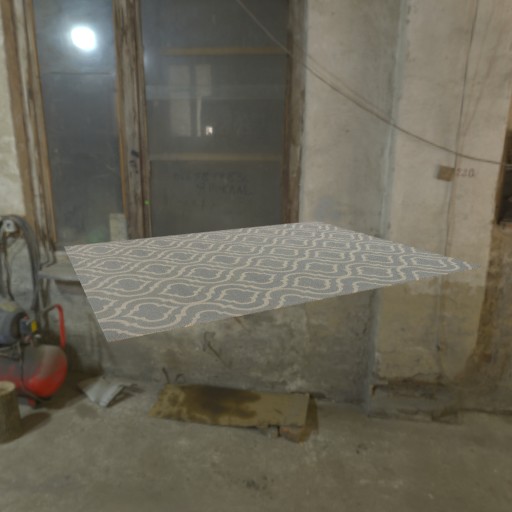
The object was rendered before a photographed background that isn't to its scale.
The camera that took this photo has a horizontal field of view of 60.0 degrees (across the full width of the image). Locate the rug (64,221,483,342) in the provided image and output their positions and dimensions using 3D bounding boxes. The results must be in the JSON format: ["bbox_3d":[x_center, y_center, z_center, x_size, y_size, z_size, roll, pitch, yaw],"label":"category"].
[{"bbox_3d":[0.000,0.000,3.863,2.892,0.006,2.283,-8,17,-27],"label":"rug"}]
